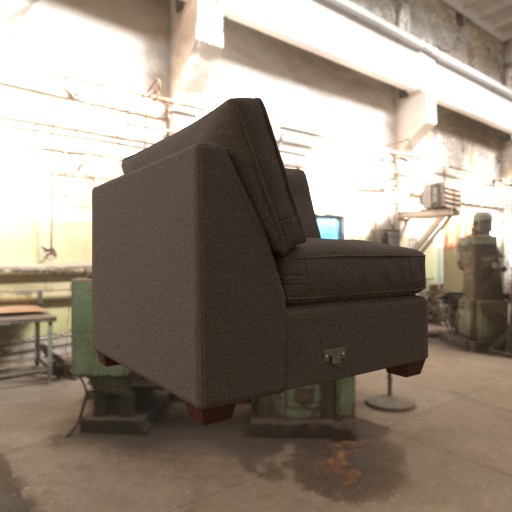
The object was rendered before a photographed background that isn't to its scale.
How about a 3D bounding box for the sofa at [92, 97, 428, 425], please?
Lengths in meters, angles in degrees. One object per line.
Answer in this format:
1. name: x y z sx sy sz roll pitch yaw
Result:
1. sofa: 0.000 0.000 1.984 1.146 1.002 1.084 0 0 -36
